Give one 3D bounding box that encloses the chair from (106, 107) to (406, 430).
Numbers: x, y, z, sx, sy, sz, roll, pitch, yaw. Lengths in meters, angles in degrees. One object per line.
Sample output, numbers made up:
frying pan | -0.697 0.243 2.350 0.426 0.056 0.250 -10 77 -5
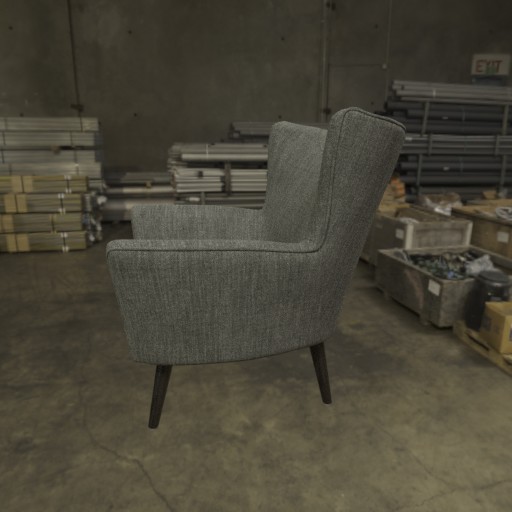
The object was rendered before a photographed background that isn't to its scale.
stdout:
chair | 0.000 0.000 1.539 0.888 0.933 0.781 -3 15 -10
